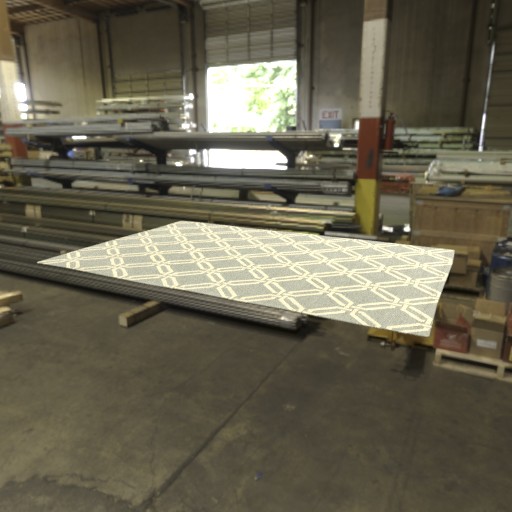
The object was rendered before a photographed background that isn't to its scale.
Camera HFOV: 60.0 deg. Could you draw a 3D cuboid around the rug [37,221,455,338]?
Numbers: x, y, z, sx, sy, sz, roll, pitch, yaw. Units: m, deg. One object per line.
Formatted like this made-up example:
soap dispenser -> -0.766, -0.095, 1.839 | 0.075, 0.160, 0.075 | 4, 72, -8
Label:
rug -> 0.000, 0.000, 2.193 | 1.754, 0.010, 1.148 | 8, 17, 26
